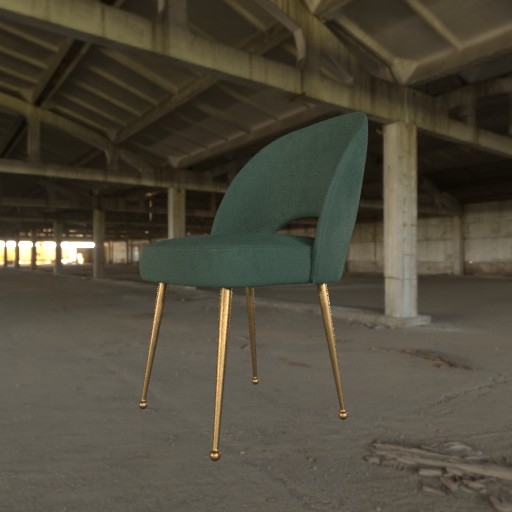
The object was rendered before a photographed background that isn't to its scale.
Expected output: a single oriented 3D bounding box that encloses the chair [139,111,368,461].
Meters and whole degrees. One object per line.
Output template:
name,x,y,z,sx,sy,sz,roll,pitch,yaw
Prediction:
chair,0.000,0.000,1.235,0.577,0.860,0.527,0,0,-36
